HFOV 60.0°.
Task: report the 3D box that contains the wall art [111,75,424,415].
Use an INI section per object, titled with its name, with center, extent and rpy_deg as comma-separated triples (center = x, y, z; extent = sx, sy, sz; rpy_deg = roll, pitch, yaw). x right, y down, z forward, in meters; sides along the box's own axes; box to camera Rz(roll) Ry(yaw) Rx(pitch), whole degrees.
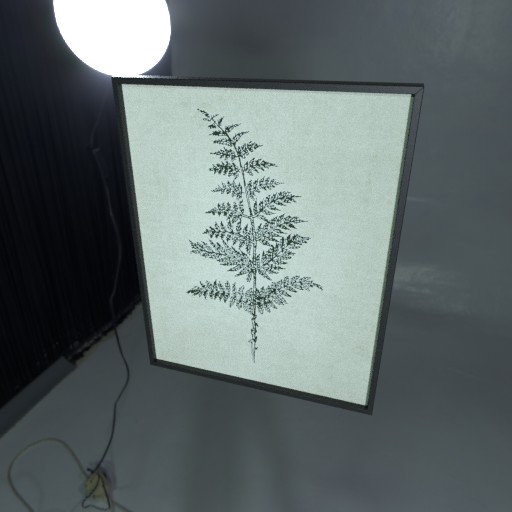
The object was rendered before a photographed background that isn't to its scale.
[wall art]
center = 0.000, 0.000, 0.749
extent = 0.449, 0.555, 0.039
rpy_deg = 8, 28, 16
